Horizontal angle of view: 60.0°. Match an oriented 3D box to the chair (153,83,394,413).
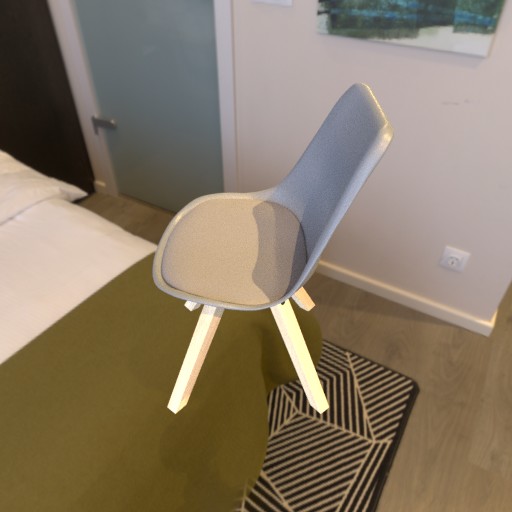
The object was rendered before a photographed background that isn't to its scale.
[{"bbox_3d":[0.000,0.000,1.209,0.550,0.850,0.485,0,41,0],"label":"chair"}]
